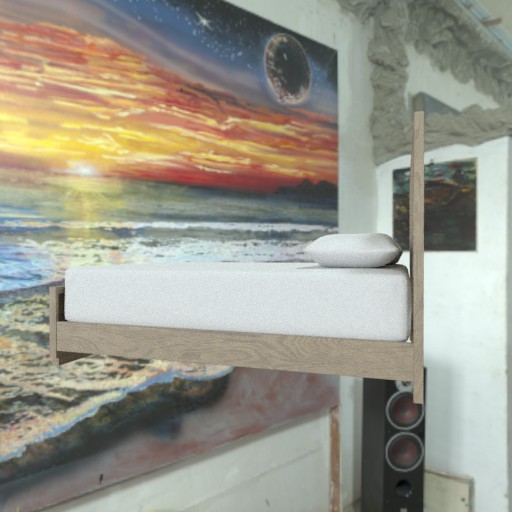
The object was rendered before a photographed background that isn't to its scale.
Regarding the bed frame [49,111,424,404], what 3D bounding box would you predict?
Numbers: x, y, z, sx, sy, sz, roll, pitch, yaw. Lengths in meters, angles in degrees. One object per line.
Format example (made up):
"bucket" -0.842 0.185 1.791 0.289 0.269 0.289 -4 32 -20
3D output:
"bed frame" 0.000 0.000 3.179 2.189 1.369 1.606 0 0 18
